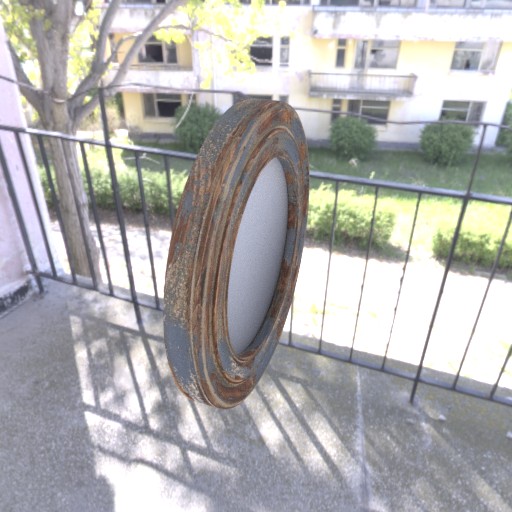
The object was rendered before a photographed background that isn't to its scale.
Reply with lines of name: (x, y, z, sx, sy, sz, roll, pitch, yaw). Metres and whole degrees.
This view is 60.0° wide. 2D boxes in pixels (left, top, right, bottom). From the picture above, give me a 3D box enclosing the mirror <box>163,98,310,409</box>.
mirror: (0.000, 0.000, 0.876, 0.061, 0.585, 0.585, 11, 32, 18)
